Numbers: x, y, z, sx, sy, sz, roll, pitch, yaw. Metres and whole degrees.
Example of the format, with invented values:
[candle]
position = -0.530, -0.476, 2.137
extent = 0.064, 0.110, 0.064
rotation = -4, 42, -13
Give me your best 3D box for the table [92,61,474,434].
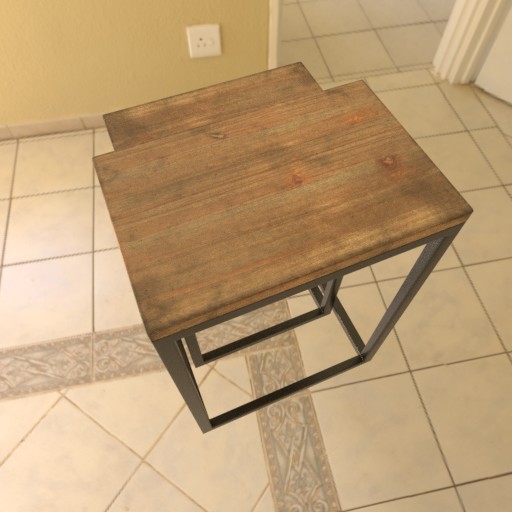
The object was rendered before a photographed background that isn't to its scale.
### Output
[table]
position = 0.000, 0.000, 0.906
extent = 0.456, 0.615, 0.460
rotation = -18, 60, -11
